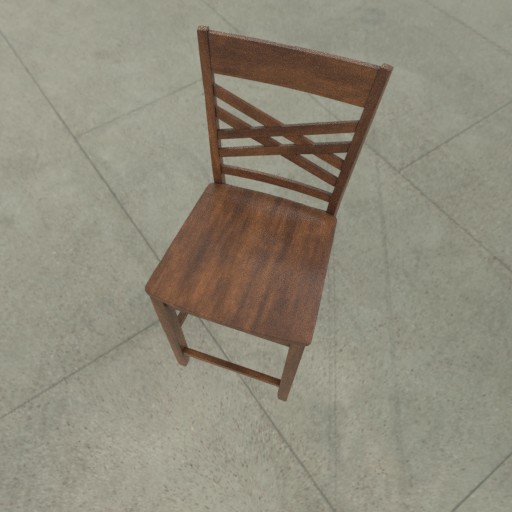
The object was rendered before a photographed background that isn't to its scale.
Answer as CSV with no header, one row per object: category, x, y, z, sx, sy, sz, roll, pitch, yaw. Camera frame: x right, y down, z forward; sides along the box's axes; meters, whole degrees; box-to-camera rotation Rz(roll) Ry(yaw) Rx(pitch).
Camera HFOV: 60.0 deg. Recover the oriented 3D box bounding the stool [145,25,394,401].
stool,0.000,0.000,1.346,0.462,1.079,0.539,17,61,10
